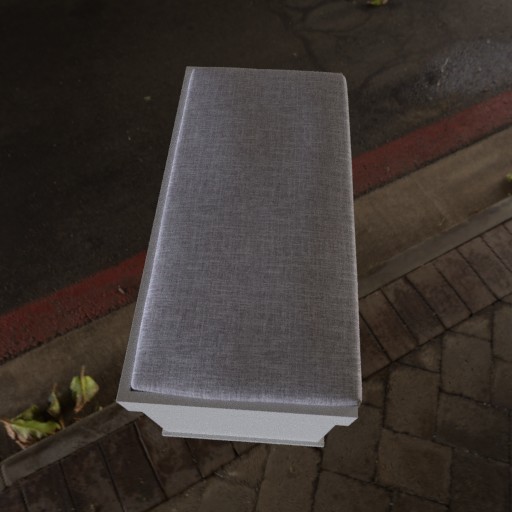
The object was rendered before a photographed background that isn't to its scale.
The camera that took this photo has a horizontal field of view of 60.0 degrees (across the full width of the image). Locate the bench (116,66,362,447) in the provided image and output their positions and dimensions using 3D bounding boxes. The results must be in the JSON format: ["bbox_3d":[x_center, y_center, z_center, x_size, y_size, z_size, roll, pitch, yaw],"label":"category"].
[{"bbox_3d":[0.000,0.000,0.994,0.362,0.461,0.734,3,61,2],"label":"bench"}]
